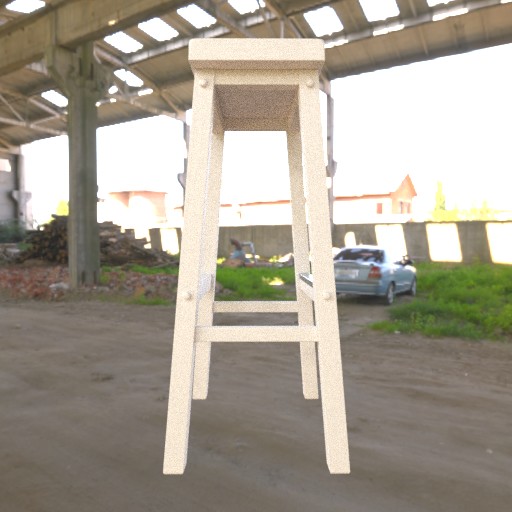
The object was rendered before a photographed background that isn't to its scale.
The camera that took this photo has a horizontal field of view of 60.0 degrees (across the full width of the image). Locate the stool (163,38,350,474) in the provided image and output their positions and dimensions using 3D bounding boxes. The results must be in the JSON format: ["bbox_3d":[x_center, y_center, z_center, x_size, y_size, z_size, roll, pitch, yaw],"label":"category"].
[{"bbox_3d":[0.000,0.000,0.956,0.322,0.742,0.406,0,1,0],"label":"stool"}]
